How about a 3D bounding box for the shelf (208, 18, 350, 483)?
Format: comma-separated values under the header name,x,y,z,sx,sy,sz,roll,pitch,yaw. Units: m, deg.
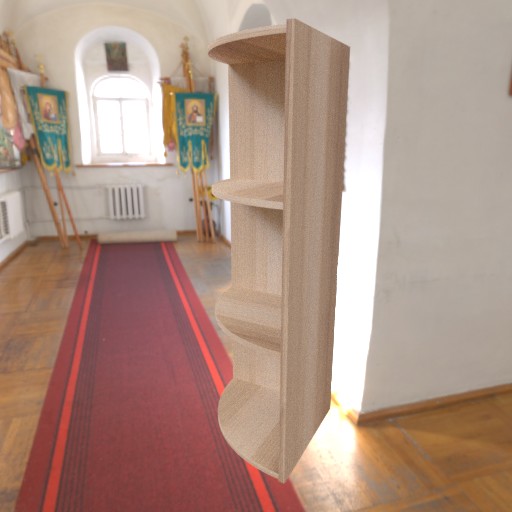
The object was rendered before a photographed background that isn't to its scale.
name,x,y,z,sx,sy,sz,roll,pitch,yaw
shelf,0.000,0.000,0.988,0.290,0.872,0.290,9,18,27
